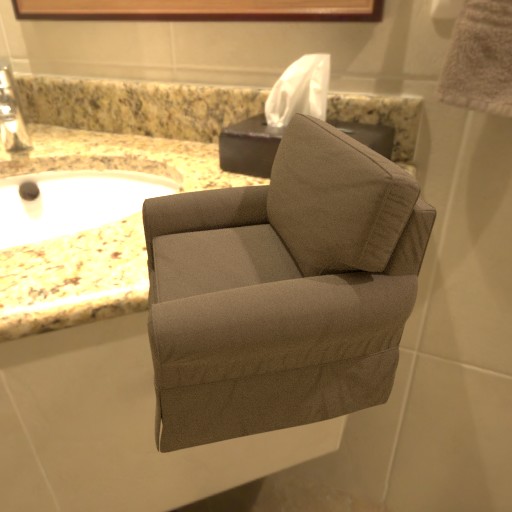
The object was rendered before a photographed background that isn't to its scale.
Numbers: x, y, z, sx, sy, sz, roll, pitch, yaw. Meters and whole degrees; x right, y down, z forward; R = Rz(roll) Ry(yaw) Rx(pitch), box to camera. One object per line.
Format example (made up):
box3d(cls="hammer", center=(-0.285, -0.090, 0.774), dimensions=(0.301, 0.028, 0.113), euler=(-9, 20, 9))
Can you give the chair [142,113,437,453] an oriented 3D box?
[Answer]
box3d(cls="chair", center=(0.000, 0.000, 1.890), dimensions=(0.988, 1.017, 1.135), euler=(-7, 30, -12))
